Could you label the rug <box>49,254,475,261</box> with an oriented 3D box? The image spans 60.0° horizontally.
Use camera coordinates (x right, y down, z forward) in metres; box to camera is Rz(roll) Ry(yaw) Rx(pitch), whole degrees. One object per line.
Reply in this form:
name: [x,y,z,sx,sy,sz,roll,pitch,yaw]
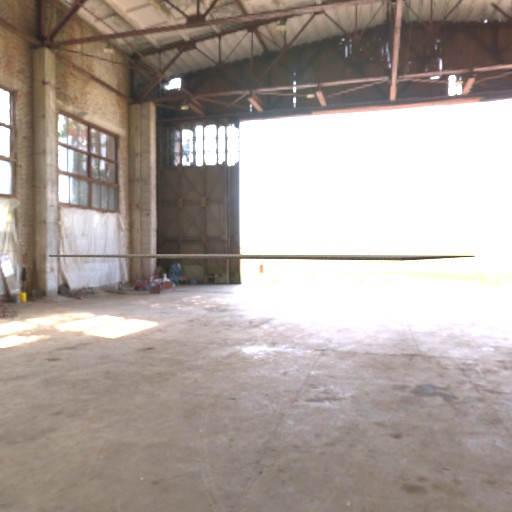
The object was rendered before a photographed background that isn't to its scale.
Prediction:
rug: [0.000,0.000,2.983,2.438,0.014,1.524,0,1,35]
